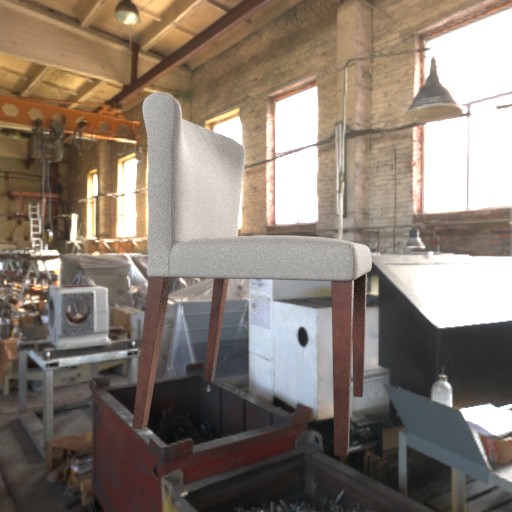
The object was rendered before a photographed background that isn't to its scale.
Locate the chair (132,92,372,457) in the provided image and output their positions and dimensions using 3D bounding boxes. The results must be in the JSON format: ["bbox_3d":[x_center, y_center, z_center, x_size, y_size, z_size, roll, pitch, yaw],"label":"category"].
[{"bbox_3d":[0.000,0.000,1.213,0.592,0.839,0.491,0,0,18],"label":"chair"}]
